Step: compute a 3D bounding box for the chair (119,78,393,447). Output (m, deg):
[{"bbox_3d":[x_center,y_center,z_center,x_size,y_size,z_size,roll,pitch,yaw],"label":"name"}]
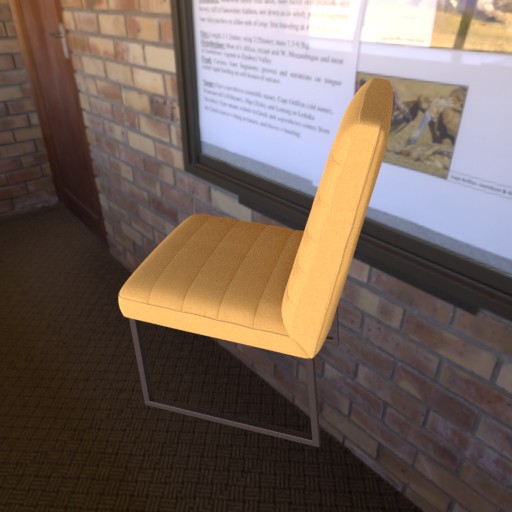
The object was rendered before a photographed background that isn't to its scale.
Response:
[{"bbox_3d":[0.000,0.000,1.285,0.634,0.930,0.520,8,32,14],"label":"chair"}]
